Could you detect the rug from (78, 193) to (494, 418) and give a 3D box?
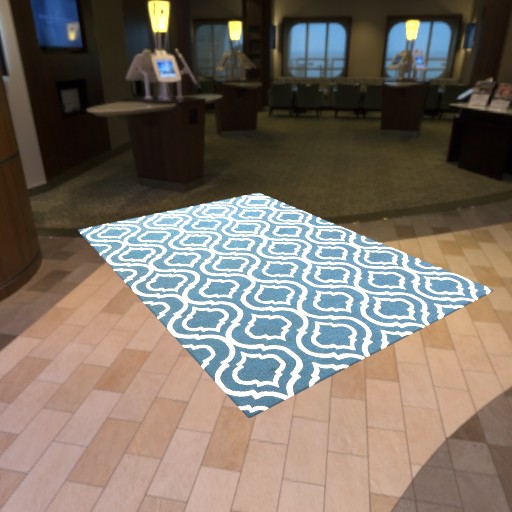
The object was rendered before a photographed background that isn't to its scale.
[{"bbox_3d":[0.000,0.000,4.254,2.438,0.010,3.353,-16,29,-31],"label":"rug"}]
